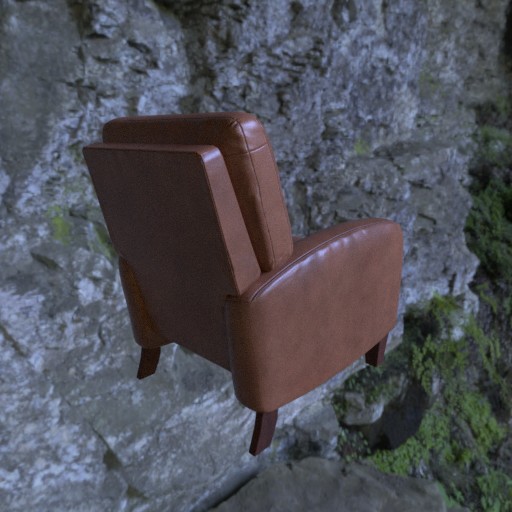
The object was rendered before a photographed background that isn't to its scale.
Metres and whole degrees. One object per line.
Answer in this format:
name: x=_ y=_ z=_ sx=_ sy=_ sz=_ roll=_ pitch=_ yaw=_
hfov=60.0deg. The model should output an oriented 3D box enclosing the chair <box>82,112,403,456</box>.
chair: x=0.000 y=0.000 z=1.658 sx=0.762 sy=0.990 sz=0.990 roll=14 pitch=21 yaw=42
